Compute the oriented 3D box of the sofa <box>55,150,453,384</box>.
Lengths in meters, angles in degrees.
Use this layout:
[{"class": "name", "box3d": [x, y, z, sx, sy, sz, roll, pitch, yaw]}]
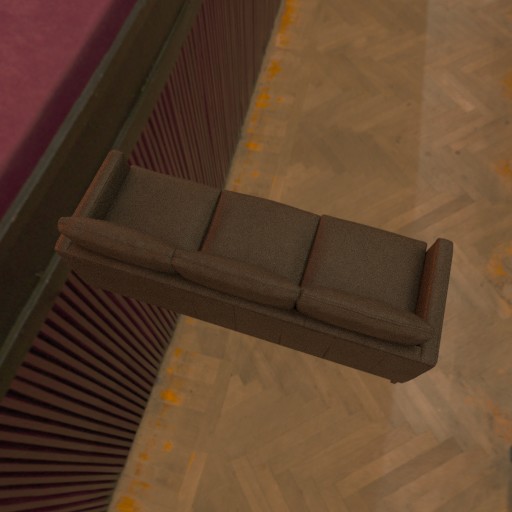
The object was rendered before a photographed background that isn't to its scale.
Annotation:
[{"class": "sofa", "box3d": [0.000, 0.000, 2.498, 2.029, 0.805, 0.748, 16, 65, 8]}]
